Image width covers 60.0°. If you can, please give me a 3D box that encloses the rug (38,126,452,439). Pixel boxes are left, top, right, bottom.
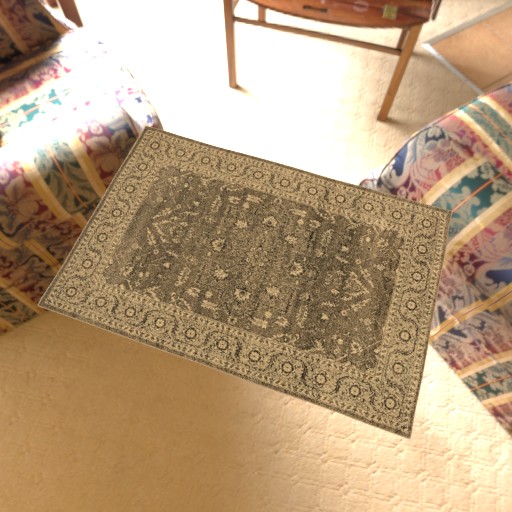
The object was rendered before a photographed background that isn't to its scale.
[{"bbox_3d":[0.000,0.000,2.269,1.828,0.019,1.209,17,65,8],"label":"rug"}]
